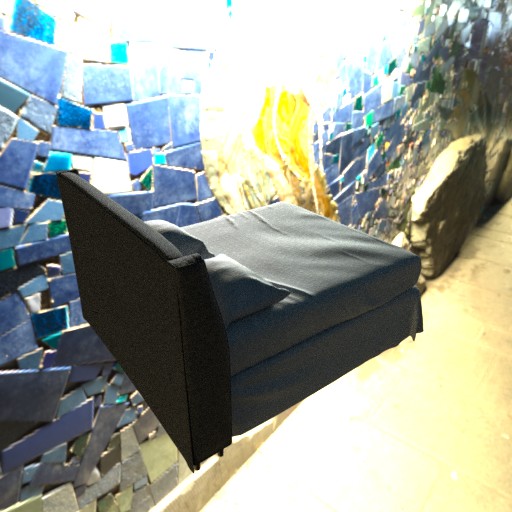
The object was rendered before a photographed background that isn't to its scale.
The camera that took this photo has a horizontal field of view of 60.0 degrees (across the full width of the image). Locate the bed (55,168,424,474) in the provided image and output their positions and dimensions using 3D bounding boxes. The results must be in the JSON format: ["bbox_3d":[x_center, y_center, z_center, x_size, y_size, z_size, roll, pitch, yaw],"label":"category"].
[{"bbox_3d":[0.000,0.000,3.431,2.276,1.332,1.925,-18,31,-32],"label":"bed"}]
